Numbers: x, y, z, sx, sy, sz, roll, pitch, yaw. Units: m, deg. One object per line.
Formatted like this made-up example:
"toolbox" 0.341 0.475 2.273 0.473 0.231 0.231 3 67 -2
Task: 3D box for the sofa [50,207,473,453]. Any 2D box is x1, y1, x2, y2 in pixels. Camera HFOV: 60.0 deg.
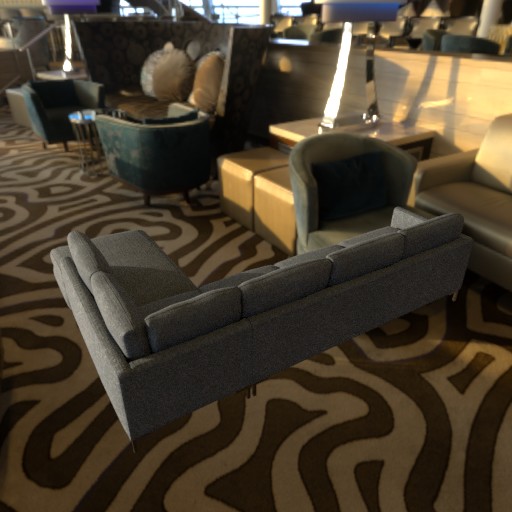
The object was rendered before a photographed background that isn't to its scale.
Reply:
"sofa" 0.000 0.000 3.724 2.949 0.815 2.007 -17 33 -27
